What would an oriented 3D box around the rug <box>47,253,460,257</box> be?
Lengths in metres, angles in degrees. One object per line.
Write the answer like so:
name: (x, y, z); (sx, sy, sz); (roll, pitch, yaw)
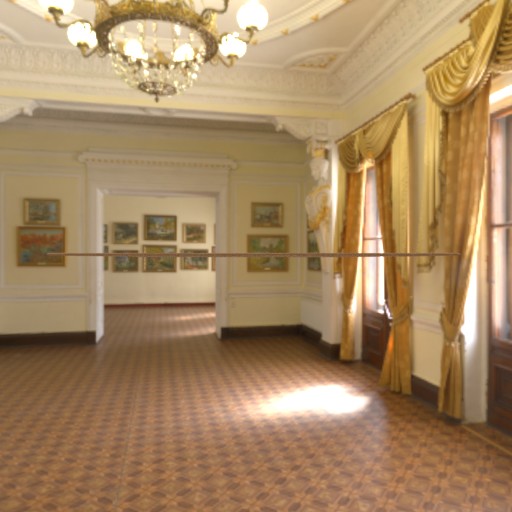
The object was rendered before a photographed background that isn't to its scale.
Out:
rug: (0.000, 0.000, 3.888); (2.288, 0.018, 2.895); (0, 0, 1)
